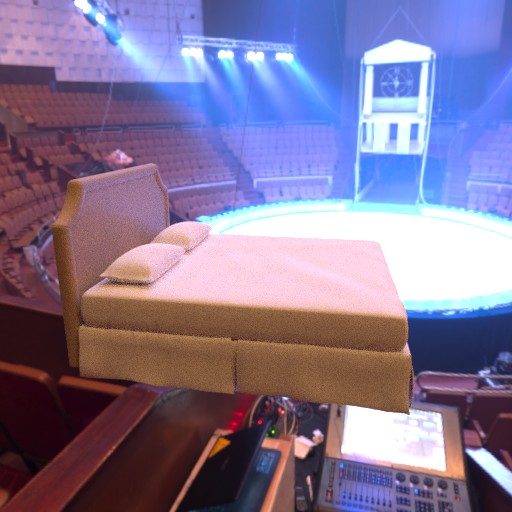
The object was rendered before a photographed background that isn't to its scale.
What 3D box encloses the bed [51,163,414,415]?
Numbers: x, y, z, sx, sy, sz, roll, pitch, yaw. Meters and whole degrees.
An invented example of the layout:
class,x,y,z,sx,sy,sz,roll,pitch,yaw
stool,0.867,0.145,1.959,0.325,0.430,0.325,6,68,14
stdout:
class,x,y,z,sx,sy,sz,roll,pitch,yaw
bed,0.000,0.000,4.286,2.773,1.590,2.350,3,17,10
